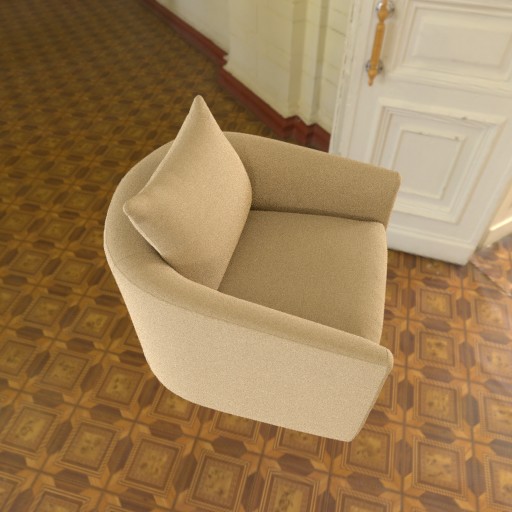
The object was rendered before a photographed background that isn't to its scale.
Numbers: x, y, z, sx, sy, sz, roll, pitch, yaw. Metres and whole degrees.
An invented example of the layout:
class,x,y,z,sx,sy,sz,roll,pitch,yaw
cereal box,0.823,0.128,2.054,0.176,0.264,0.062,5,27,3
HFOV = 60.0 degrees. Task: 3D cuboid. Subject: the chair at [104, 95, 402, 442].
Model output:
class,x,y,z,sx,sy,sz,roll,pitch,yaw
chair,0.000,0.000,1.545,0.910,0.848,0.845,10,48,9
